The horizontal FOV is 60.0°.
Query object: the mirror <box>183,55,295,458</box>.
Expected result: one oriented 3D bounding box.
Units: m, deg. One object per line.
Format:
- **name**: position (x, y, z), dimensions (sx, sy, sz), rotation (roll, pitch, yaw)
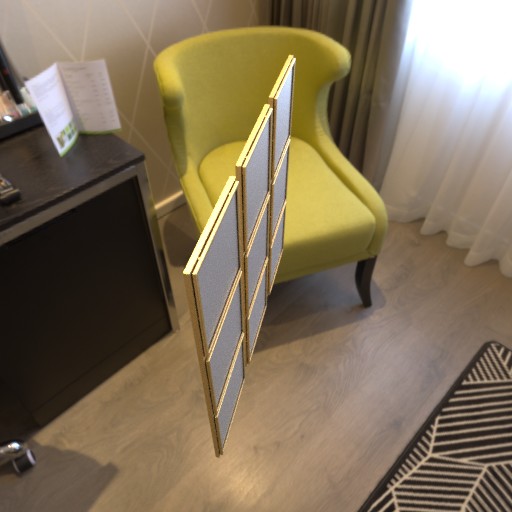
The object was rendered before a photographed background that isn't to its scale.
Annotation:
- **mirror**: position (0.000, 0.000, 1.485), dimensions (0.023, 0.926, 1.011), rotation (10, 47, 10)
